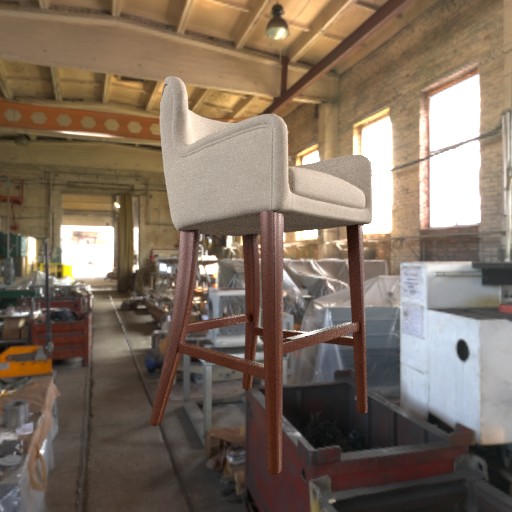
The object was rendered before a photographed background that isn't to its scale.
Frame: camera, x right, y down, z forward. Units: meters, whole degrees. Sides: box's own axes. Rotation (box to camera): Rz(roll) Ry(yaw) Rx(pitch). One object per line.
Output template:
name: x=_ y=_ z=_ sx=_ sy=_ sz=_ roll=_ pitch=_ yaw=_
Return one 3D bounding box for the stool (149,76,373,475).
stool: x=0.000 y=0.000 z=1.403 sx=0.563 sy=1.034 sz=0.556 roll=0 pitch=0 yaw=37
